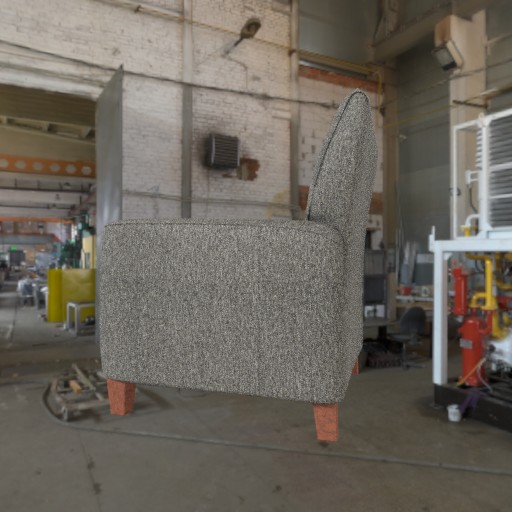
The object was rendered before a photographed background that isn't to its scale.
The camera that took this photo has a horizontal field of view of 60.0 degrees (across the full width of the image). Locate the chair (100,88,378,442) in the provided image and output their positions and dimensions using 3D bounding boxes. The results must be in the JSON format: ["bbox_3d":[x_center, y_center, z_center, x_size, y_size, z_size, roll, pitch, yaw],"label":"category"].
[{"bbox_3d":[0.000,0.000,1.663,0.864,1.014,0.848,0,0,17],"label":"chair"}]
